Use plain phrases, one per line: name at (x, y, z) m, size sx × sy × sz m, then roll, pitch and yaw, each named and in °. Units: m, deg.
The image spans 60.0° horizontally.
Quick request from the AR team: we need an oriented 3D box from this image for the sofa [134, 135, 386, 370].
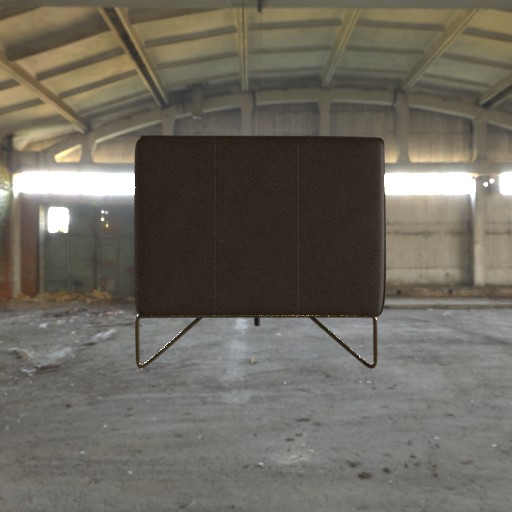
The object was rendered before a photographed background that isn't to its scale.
sofa at (0.000, 0.000, 2.506) m, size 0.867 × 0.789 × 2.087 m, roll 0°, pitch -1°, yaw -1°
